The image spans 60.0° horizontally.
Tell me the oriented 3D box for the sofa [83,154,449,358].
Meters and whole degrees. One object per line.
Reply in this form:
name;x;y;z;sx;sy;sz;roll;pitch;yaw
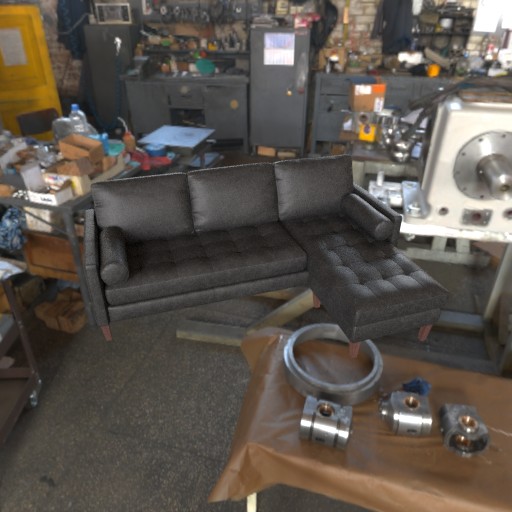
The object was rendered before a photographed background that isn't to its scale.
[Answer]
sofa;0.000;0.000;3.018;2.178;0.876;1.497;-10;32;-16
